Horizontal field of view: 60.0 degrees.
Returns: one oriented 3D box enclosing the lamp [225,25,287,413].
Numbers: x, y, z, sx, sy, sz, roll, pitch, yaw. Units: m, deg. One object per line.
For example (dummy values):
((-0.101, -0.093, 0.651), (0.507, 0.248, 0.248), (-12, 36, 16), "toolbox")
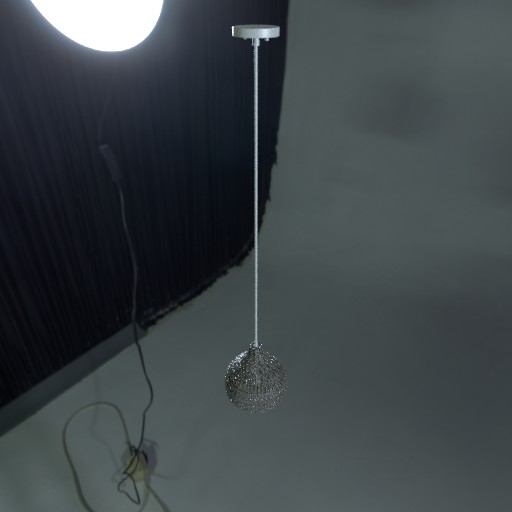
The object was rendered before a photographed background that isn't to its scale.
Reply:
((0.000, 0.000, 2.082), (0.355, 1.919, 0.355), (19, 36, 28), "lamp")
